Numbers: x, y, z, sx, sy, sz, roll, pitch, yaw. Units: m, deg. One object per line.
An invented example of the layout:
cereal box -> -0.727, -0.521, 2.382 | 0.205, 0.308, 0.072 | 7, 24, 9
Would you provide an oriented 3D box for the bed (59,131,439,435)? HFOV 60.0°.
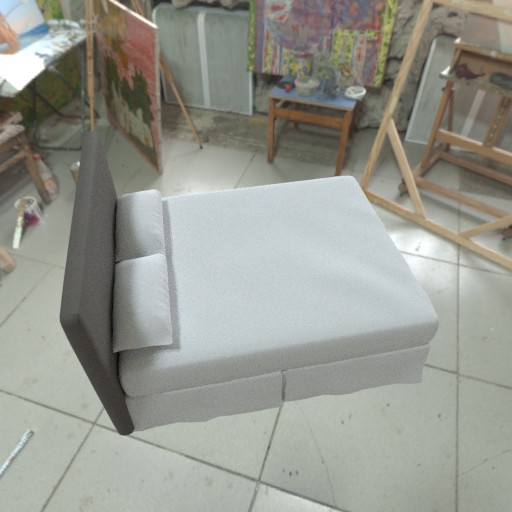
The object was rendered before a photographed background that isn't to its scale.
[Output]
bed -> 0.000, 0.000, 3.125 | 2.142, 1.330, 1.723 | -8, 46, -8
